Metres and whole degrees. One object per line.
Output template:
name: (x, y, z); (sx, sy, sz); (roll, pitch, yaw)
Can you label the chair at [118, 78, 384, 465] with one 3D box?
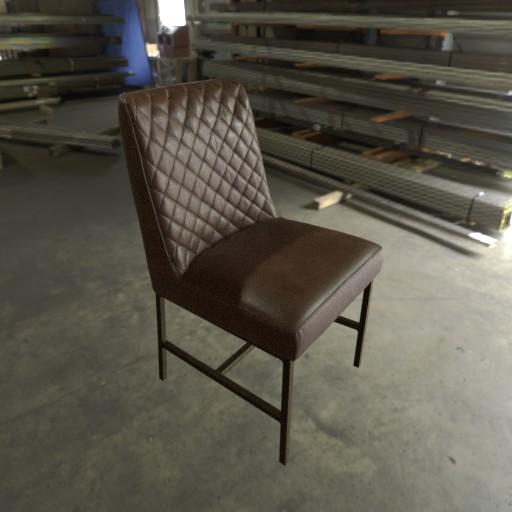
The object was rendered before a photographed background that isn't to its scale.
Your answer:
chair: (0.000, 0.000, 1.276); (0.587, 0.889, 0.508); (20, 34, 31)
